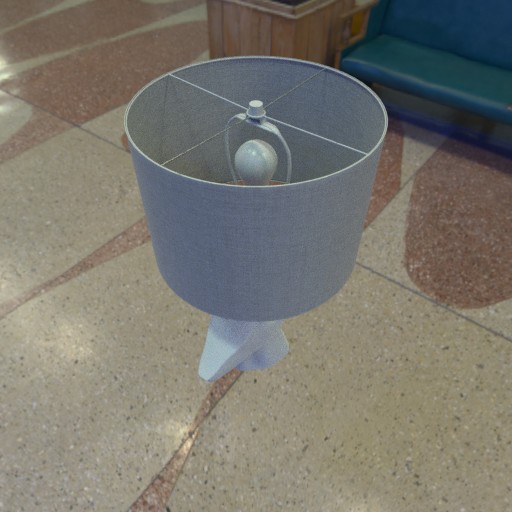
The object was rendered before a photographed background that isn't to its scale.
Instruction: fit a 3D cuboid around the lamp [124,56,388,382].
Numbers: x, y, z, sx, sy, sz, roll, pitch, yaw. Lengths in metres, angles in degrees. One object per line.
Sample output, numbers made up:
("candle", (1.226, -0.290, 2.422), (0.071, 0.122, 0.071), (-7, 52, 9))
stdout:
("lamp", (0.000, 0.000, 0.689), (0.298, 0.503, 0.298), (31, 53, 26))
